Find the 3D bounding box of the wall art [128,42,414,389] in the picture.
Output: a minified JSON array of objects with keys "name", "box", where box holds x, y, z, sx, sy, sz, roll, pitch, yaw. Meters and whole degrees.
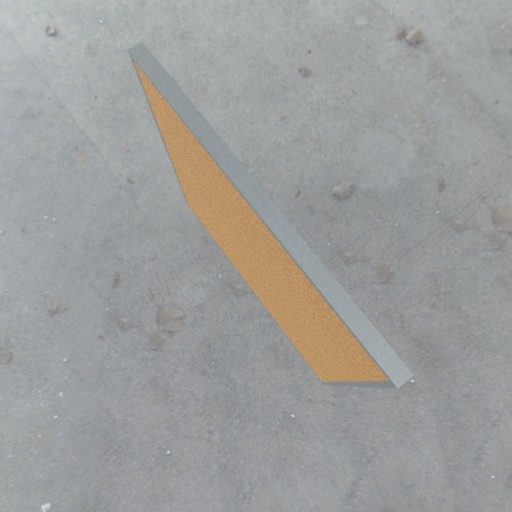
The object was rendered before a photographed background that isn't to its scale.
[{"name":"wall art","box":[0.000,0.000,1.187,0.038,0.807,0.809,-36,77,-9]}]
